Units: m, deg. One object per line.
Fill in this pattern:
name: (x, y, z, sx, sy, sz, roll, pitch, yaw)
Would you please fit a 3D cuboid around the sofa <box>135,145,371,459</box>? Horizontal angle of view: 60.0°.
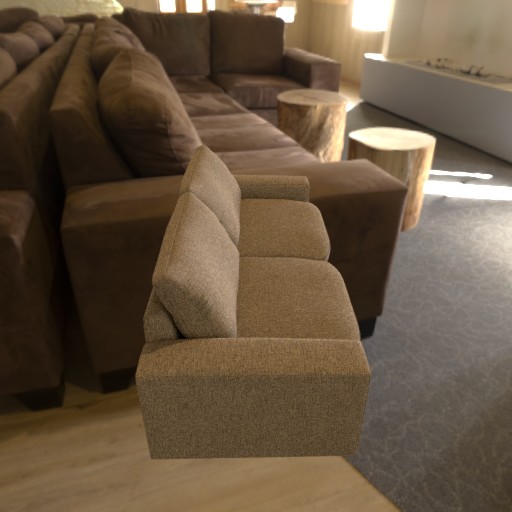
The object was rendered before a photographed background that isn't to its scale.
sofa: (0.000, 0.000, 2.852, 1.040, 0.922, 2.299, -1, 31, -1)
